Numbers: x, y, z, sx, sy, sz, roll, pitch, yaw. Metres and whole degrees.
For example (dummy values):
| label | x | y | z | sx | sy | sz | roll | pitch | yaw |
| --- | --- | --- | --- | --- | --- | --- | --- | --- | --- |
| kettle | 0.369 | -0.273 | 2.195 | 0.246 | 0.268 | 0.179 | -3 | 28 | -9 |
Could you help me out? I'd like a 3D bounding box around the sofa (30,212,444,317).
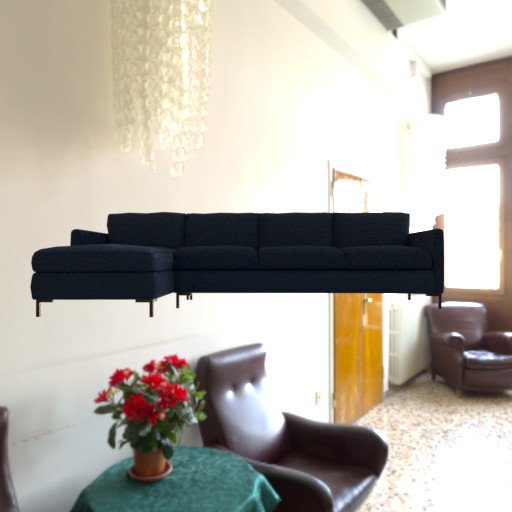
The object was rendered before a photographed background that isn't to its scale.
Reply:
| label | x | y | z | sx | sy | sz | roll | pitch | yaw |
| --- | --- | --- | --- | --- | --- | --- | --- | --- | --- |
| sofa | 0.000 | 0.000 | 2.934 | 2.450 | 0.679 | 1.128 | 0 | 0 | 1 |
